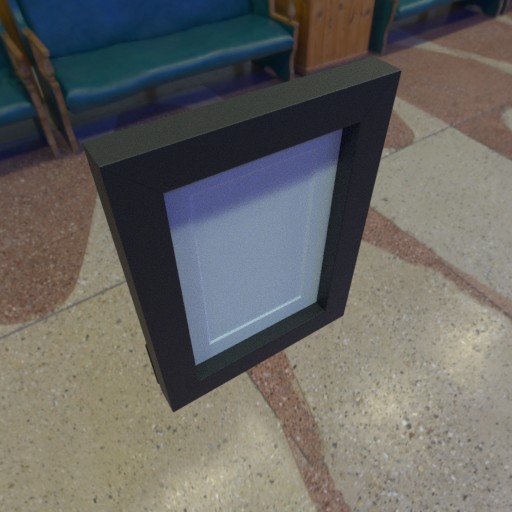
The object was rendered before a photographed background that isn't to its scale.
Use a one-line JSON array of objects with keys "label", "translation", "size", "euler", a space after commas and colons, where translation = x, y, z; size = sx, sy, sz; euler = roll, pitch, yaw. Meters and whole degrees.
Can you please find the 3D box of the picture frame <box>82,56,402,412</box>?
[{"label": "picture frame", "translation": [0.000, 0.000, 0.277], "size": [0.157, 0.208, 0.028], "euler": [-25, 51, -22]}]
